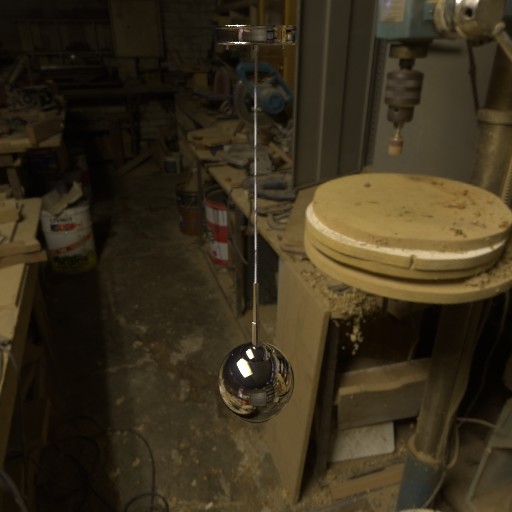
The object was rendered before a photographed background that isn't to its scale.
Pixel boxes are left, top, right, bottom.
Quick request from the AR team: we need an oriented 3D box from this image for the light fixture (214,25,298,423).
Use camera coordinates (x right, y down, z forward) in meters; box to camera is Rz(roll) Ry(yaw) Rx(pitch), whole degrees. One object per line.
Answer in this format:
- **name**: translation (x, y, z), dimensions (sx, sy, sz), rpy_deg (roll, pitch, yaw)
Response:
- **light fixture**: translation (0.000, 0.000, 1.668), dimensions (0.336, 1.538, 0.336), rpy_deg (-8, 28, -16)
